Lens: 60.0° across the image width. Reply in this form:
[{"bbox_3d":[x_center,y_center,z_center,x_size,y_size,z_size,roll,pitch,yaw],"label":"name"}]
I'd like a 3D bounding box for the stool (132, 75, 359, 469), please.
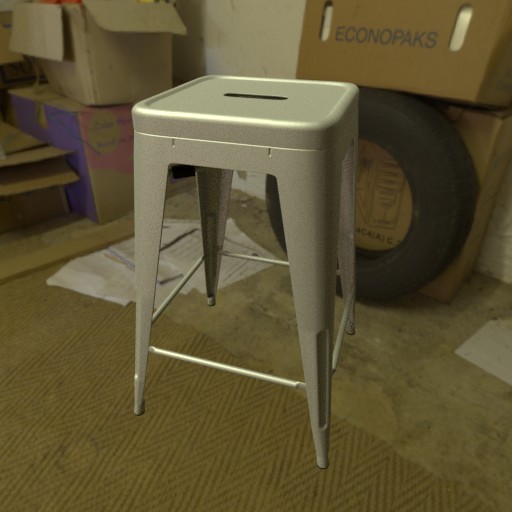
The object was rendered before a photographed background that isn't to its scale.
[{"bbox_3d":[0.000,0.000,0.868,0.406,0.610,0.406,10,33,15],"label":"stool"}]
